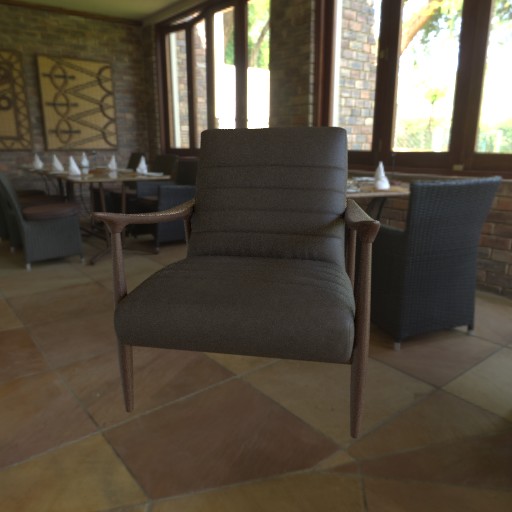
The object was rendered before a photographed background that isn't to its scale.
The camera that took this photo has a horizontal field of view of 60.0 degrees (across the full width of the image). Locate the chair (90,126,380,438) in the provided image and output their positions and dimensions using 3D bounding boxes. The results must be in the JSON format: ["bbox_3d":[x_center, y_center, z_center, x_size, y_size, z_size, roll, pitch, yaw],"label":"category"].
[{"bbox_3d":[0.000,0.000,1.441,0.741,0.831,0.798,3,14,10],"label":"chair"}]
